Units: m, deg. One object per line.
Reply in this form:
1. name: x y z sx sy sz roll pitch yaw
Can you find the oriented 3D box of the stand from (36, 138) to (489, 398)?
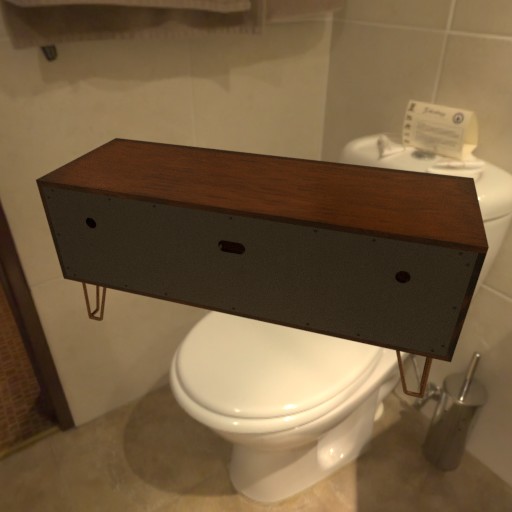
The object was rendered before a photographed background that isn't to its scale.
1. stand: 0.000 0.000 1.635 1.372 0.610 0.481 10 34 15
